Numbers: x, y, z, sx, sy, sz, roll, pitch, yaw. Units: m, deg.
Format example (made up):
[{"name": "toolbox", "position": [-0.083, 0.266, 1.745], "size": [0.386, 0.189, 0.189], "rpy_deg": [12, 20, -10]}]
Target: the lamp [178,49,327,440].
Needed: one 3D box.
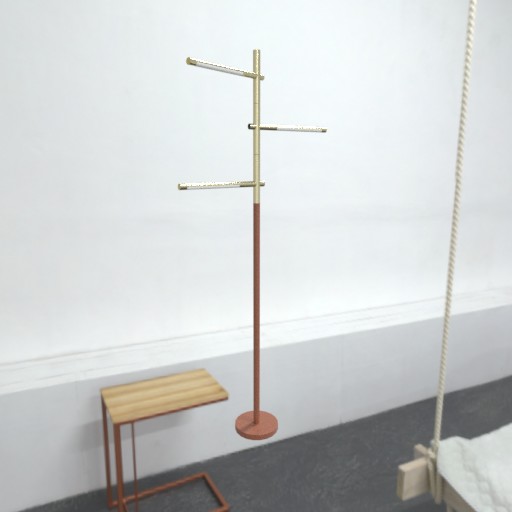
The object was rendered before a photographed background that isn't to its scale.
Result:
[{"name": "lamp", "position": [0.000, 0.000, 1.973], "size": [0.209, 1.704, 0.737], "rpy_deg": [12, 17, 44]}]
